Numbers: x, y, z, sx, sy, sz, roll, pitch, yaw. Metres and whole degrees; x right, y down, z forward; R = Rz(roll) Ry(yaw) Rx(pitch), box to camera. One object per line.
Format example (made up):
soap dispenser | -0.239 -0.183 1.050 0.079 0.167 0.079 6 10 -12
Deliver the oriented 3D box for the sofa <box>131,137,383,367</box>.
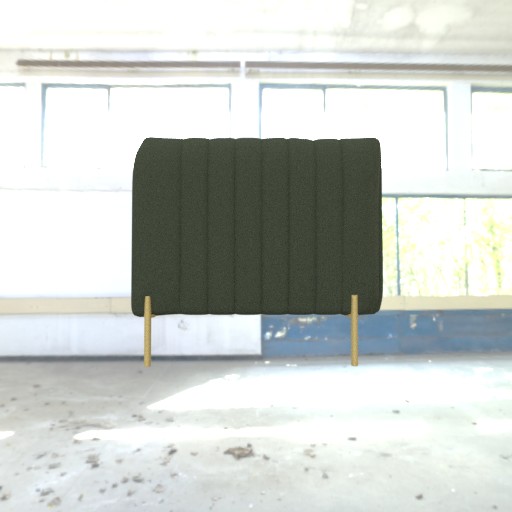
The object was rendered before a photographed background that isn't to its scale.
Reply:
sofa | 0.000 0.000 2.527 0.896 0.793 2.137 0 -2 -1
